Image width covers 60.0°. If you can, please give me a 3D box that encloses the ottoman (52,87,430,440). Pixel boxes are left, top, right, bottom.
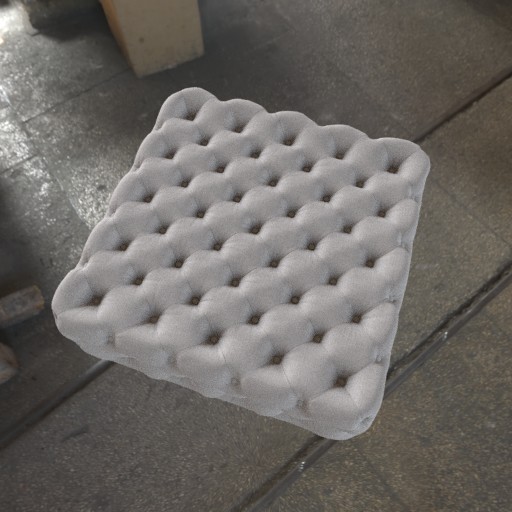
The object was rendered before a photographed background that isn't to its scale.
[{"bbox_3d":[0.000,0.000,1.196,0.758,0.365,0.764,17,66,8],"label":"ottoman"}]
